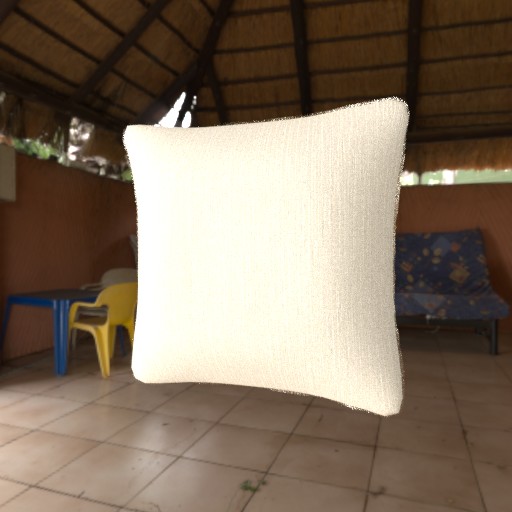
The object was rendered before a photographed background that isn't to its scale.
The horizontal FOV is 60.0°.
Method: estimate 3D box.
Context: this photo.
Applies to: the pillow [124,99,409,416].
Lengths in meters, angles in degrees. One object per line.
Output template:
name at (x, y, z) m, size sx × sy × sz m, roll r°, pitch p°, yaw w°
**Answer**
pillow at (0.000, 0.000, 0.826) m, size 0.538 × 0.525 × 0.216 m, roll 0°, pitch 1°, yaw 18°
